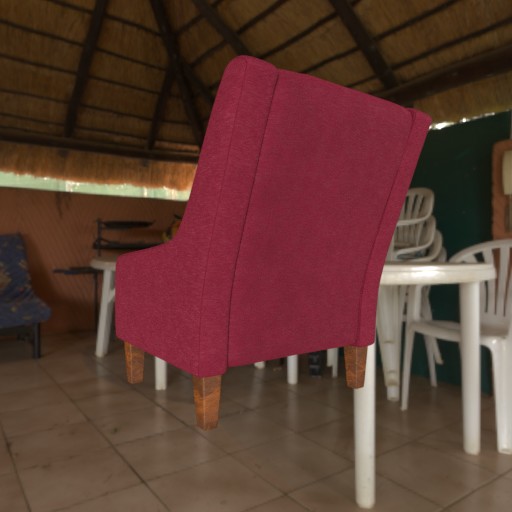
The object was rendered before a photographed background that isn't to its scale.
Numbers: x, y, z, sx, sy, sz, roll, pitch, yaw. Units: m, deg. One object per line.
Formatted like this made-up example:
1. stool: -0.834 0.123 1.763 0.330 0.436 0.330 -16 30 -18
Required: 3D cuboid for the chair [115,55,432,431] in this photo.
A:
1. chair: 0.000 0.000 1.678 0.793 1.017 0.985 0 1 -37
